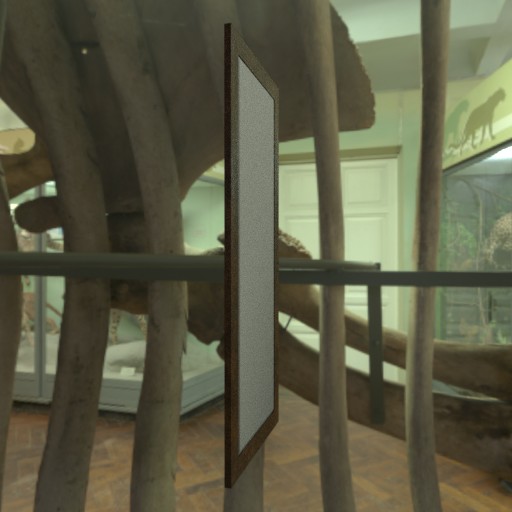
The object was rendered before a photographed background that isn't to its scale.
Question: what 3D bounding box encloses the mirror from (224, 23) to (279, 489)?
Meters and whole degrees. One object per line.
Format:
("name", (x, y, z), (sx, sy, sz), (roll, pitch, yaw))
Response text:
("mirror", (0.000, 0.000, 2.323), (0.032, 2.031, 0.812), (0, 0, 18))
